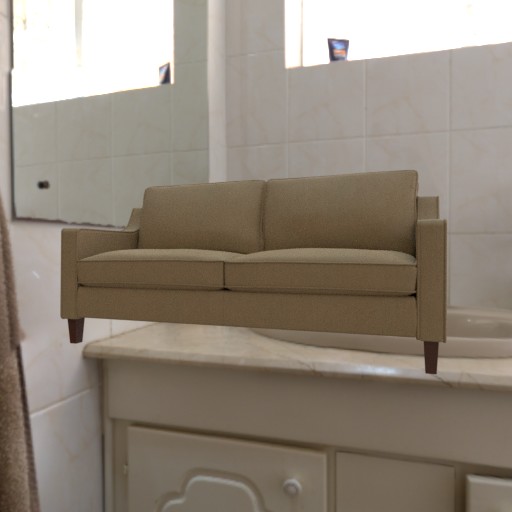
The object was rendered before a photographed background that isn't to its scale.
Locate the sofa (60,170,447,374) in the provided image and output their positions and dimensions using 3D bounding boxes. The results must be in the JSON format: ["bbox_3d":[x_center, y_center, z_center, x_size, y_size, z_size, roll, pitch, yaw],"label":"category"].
[{"bbox_3d":[0.000,0.000,2.817,2.178,1.071,1.066,0,0,20],"label":"sofa"}]
